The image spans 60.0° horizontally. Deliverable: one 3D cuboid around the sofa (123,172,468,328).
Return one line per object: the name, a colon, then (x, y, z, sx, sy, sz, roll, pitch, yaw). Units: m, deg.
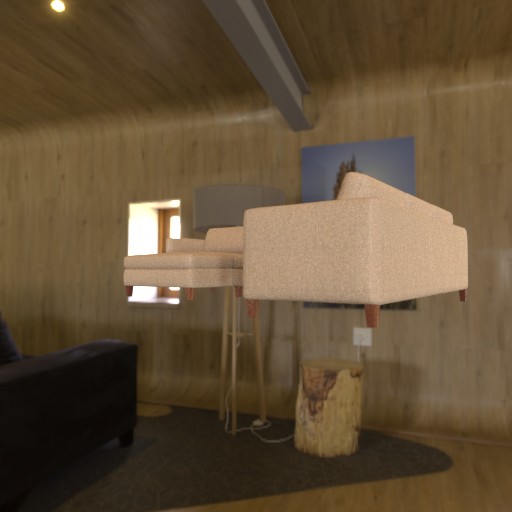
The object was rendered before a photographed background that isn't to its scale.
sofa: (0.000, 0.000, 4.362, 3.403, 0.889, 2.551, -1, -2, 36)
